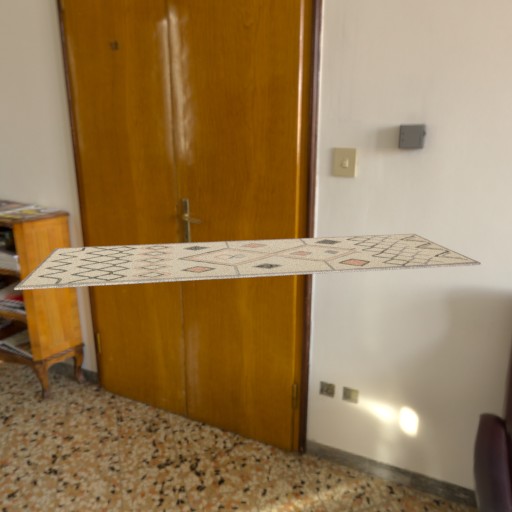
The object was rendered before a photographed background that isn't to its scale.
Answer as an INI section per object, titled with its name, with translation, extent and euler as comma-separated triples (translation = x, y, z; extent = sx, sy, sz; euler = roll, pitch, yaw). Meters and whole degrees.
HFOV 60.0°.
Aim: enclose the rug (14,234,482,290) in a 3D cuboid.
[rug]
translation = 0.000, 0.000, 2.630
extent = 2.435, 0.011, 0.750
euler = -3, 16, -9
